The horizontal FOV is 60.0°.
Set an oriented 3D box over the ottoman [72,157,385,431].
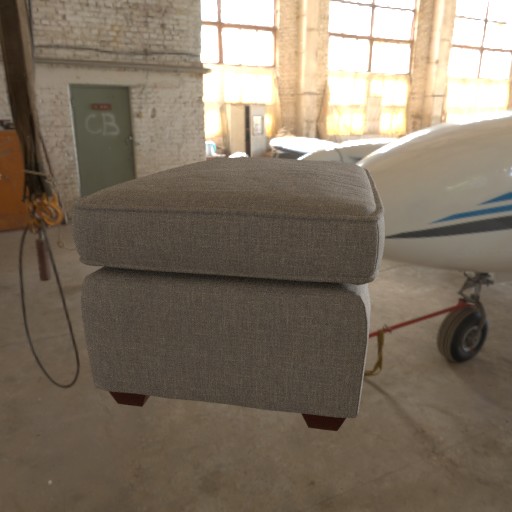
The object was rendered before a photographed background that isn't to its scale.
[{"bbox_3d":[0.000,0.000,1.118,0.559,0.457,0.762,3,17,10],"label":"ottoman"}]
